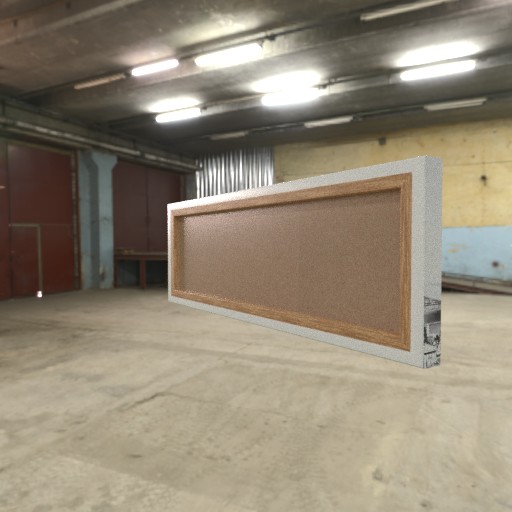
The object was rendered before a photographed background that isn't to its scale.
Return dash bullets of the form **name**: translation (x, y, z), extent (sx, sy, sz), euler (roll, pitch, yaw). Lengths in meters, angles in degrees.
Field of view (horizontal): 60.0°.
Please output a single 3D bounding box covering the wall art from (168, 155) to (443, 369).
- **wall art**: translation (0.000, 0.000, 0.856), extent (0.036, 0.256, 0.766), euler (-1, 2, -34)
